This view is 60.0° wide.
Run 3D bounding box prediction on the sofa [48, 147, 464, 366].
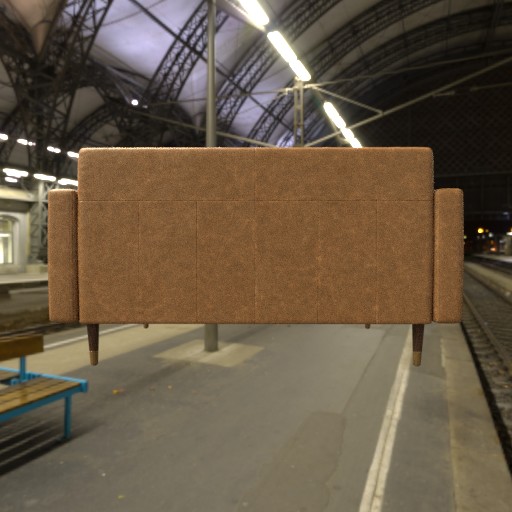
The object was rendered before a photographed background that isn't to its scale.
[{"bbox_3d":[0.000,0.000,2.085,1.549,0.820,0.960,0,1,1],"label":"sofa"}]
